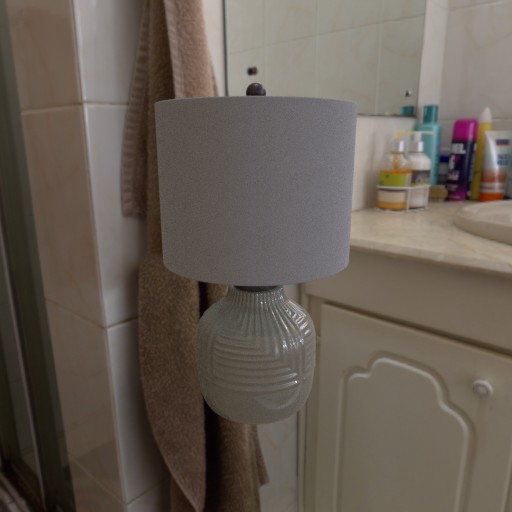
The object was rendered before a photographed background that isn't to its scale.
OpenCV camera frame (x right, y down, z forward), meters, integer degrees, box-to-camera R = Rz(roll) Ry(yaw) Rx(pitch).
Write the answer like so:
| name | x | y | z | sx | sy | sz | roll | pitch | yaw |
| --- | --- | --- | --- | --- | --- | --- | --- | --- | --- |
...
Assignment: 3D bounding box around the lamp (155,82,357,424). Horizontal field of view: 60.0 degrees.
| name | x | y | z | sx | sy | sz | roll | pitch | yaw |
| --- | --- | --- | --- | --- | --- | --- | --- | --- | --- |
| lamp | 0.000 | 0.000 | 0.773 | 0.318 | 0.567 | 0.318 | 0 | 15 | 0 |
